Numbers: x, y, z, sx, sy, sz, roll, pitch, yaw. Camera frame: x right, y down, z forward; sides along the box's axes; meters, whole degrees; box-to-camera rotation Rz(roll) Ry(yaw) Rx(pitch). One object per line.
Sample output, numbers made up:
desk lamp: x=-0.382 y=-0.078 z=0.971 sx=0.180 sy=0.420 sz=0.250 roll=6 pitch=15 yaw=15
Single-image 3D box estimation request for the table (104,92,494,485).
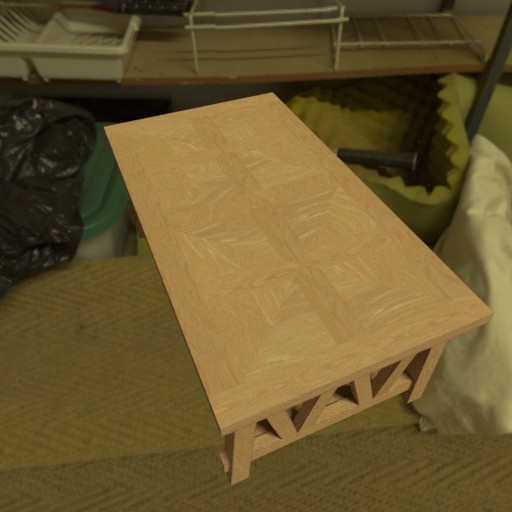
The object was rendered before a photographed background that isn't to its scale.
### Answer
table: x=0.000 y=0.000 z=1.566 sx=0.711 sy=0.507 sz=1.270 roll=-17 pitch=48 yaw=-16
